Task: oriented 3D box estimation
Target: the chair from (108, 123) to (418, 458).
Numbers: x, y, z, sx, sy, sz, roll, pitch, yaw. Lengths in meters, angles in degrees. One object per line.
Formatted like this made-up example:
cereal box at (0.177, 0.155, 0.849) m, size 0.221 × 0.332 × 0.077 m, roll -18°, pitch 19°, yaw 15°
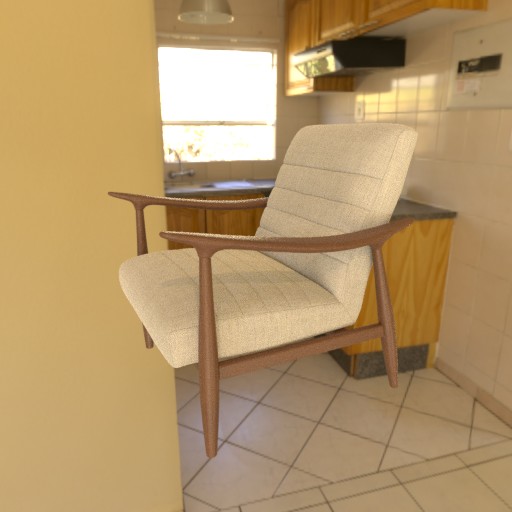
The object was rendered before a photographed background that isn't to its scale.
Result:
chair at (0.000, 0.000, 1.450) m, size 0.798 × 0.832 × 0.741 m, roll -8°, pitch 18°, yaw -26°
